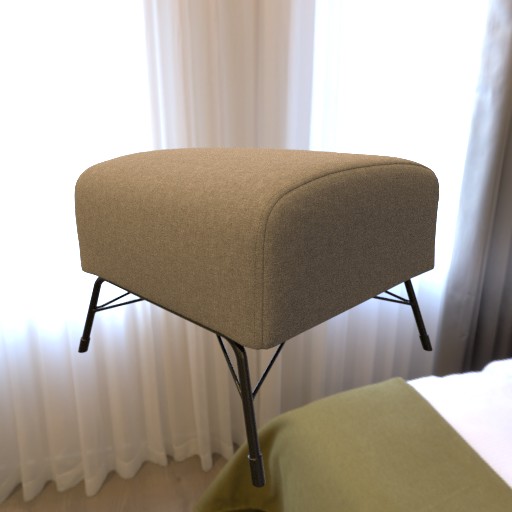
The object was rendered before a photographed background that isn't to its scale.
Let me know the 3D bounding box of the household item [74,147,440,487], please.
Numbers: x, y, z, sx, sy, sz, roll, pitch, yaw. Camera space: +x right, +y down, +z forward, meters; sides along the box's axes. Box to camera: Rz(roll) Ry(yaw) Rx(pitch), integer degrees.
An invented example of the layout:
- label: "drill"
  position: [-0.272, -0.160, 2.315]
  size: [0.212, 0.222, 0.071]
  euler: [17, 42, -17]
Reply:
- label: "household item"
  position: [0.000, 0.000, 0.873]
  size: [0.530, 0.410, 0.530]
  euler: [15, 22, 42]
